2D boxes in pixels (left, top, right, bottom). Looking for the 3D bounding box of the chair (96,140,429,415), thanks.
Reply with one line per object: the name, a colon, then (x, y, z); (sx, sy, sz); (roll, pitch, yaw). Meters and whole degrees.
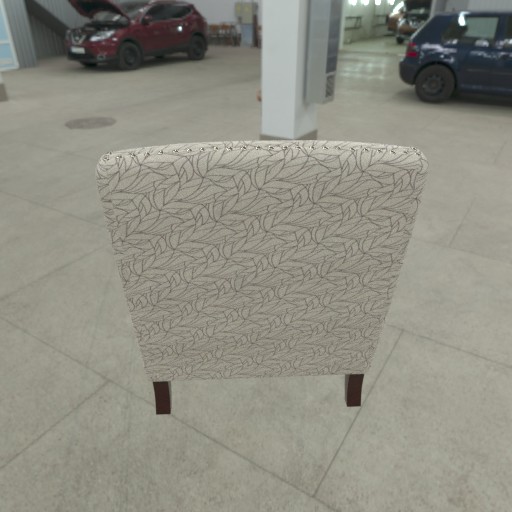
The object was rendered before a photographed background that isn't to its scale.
chair: (0.000, 0.000, 1.273); (0.623, 0.816, 0.651); (-1, 30, -3)
